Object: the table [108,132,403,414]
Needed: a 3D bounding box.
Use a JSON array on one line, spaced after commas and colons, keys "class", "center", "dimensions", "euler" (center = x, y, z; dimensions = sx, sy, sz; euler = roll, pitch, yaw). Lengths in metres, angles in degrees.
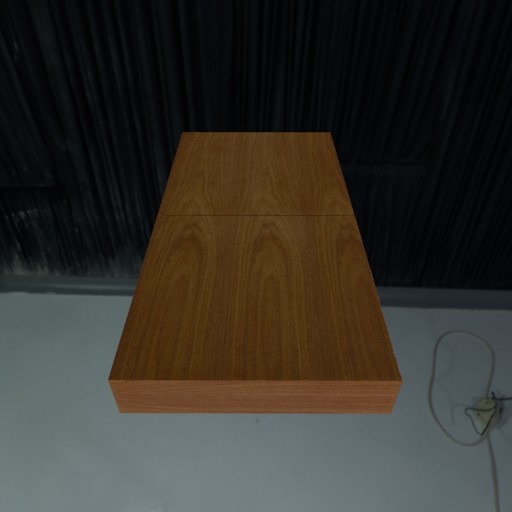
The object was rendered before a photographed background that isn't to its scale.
[{"class": "table", "center": [0.000, 0.000, 1.479], "dimensions": [0.610, 0.330, 1.194], "euler": [0, 40, 0]}]
